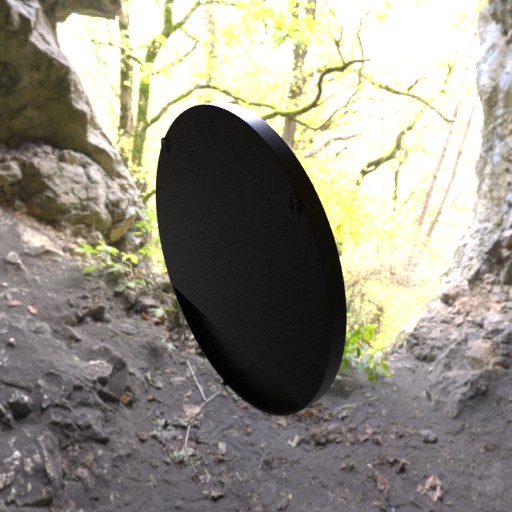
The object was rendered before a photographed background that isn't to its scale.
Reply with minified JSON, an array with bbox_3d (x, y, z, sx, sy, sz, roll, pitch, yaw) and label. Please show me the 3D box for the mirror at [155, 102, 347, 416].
[{"bbox_3d":[0.000,0.000,0.687,0.133,0.457,0.457,-18,32,-31],"label":"mirror"}]
